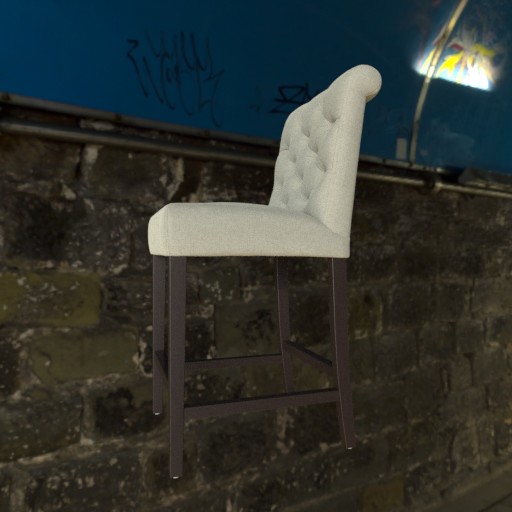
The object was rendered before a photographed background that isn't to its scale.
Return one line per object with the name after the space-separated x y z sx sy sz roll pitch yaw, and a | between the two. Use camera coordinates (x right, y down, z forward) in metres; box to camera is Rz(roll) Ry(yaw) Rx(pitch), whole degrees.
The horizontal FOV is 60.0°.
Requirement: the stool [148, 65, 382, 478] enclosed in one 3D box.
0.000 0.000 1.335 0.601 1.040 0.493 0 1 -18 | stool
